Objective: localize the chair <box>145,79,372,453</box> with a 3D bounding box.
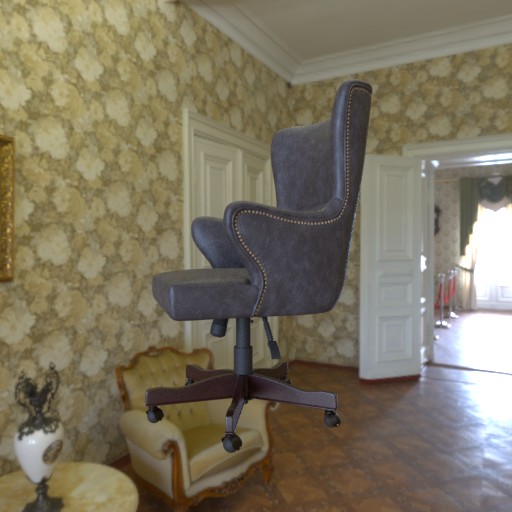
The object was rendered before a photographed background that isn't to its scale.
[{"bbox_3d":[0.000,0.000,1.474,0.717,1.037,0.594,0,0,-18],"label":"chair"}]
